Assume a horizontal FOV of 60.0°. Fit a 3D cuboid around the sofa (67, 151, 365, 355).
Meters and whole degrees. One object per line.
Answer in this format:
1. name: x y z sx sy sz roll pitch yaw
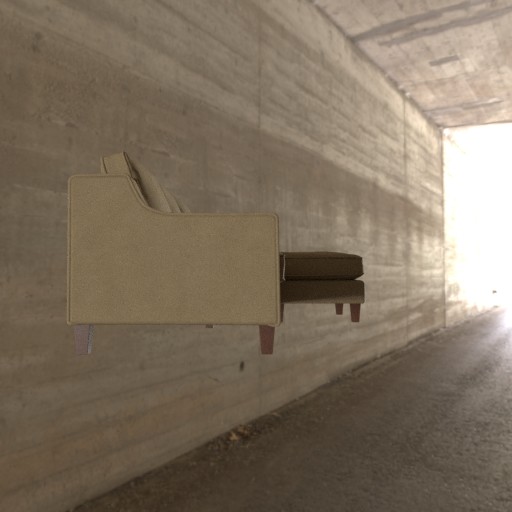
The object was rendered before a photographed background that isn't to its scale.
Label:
1. sofa: 0.000 0.000 3.319 1.858 1.066 2.317 0 -2 0
